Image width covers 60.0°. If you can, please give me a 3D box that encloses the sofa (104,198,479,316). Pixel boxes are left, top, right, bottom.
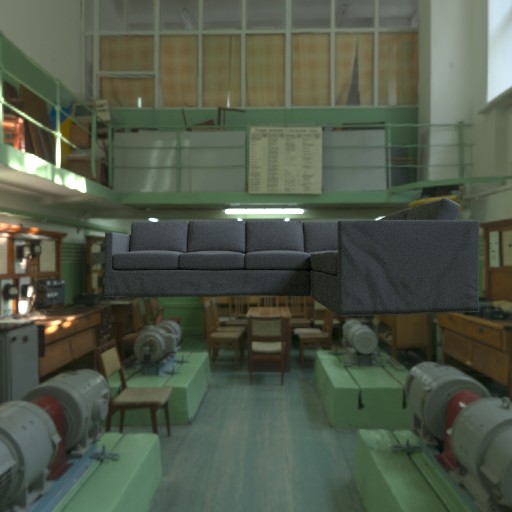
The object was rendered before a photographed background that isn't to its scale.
[{"bbox_3d":[0.000,0.000,4.349,3.182,0.871,2.432,0,0,0],"label":"sofa"}]
